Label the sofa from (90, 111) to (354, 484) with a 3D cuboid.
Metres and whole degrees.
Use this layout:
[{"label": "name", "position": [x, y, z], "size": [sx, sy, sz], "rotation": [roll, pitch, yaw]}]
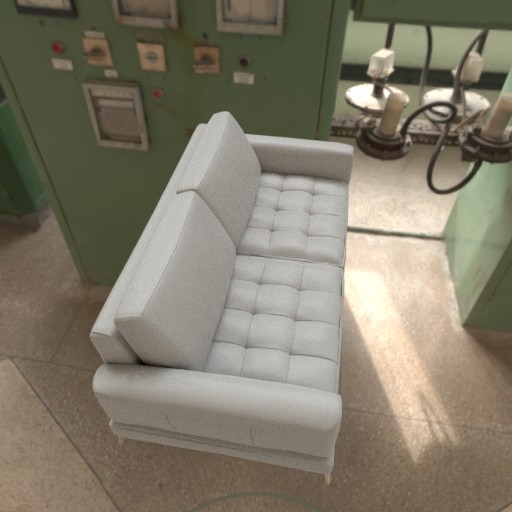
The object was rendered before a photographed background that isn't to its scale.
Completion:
[{"label": "sofa", "position": [0.000, 0.000, 2.649], "size": [1.121, 0.930, 2.177], "rotation": [7, 47, 7]}]
